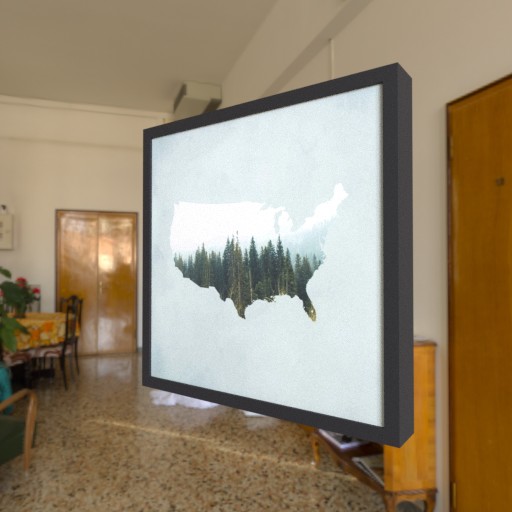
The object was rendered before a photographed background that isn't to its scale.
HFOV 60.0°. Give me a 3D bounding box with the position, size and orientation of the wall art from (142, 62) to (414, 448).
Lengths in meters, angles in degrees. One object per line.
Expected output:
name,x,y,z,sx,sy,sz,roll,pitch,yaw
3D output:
wall art,0.000,0.000,0.453,0.304,0.304,0.038,-1,-1,36
